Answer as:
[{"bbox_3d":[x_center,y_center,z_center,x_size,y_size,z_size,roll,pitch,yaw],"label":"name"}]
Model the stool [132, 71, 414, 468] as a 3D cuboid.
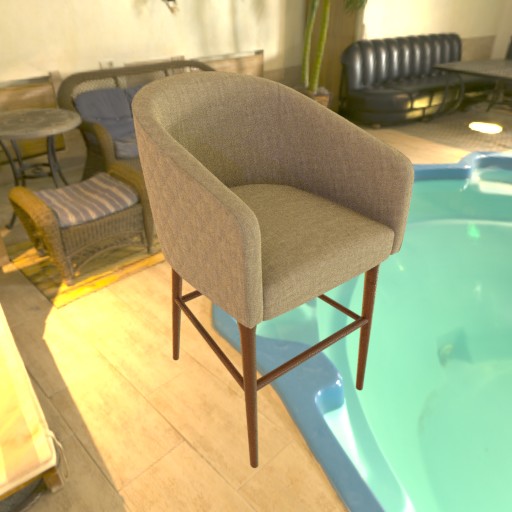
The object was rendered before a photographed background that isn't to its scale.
[{"bbox_3d":[0.000,0.000,1.322,0.559,0.952,0.635,-22,37,-32],"label":"stool"}]
